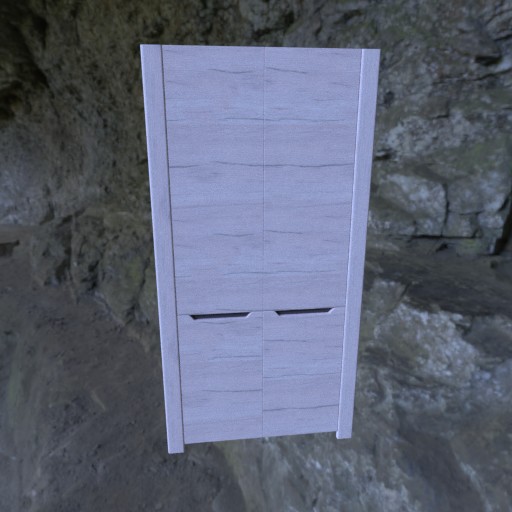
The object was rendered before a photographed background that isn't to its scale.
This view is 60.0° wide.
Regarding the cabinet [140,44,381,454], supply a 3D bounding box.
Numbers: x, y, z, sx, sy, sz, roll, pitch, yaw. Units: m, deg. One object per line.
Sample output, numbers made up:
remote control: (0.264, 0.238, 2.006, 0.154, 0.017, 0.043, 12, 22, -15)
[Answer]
cabinet: (0.000, 0.000, 2.336, 0.980, 1.930, 0.580, -2, 17, -7)
